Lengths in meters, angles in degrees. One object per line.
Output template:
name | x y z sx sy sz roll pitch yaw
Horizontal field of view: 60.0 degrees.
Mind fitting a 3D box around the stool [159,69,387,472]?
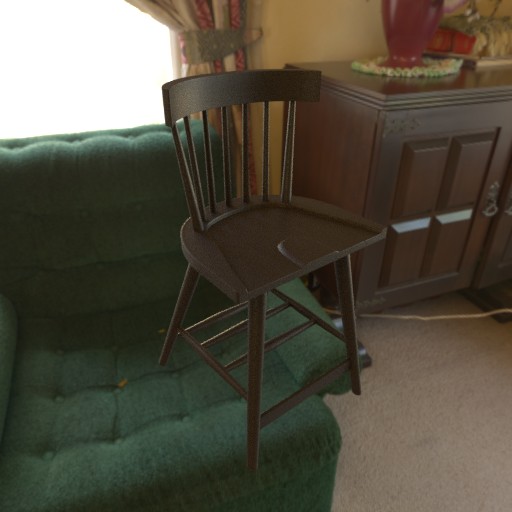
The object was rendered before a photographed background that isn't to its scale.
stool | 0.000 0.000 1.275 0.494 0.953 0.549 -22 36 -32
